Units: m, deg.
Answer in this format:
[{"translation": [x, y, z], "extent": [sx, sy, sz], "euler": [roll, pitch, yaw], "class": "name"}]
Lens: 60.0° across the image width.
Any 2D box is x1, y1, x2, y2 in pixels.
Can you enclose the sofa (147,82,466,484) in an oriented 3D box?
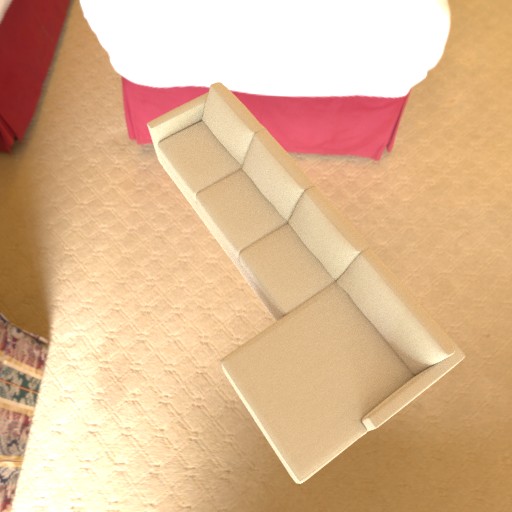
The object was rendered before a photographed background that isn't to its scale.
[{"translation": [0.000, 0.000, 4.064], "extent": [1.599, 0.954, 3.471], "euler": [-32, 68, -14], "class": "sofa"}]
